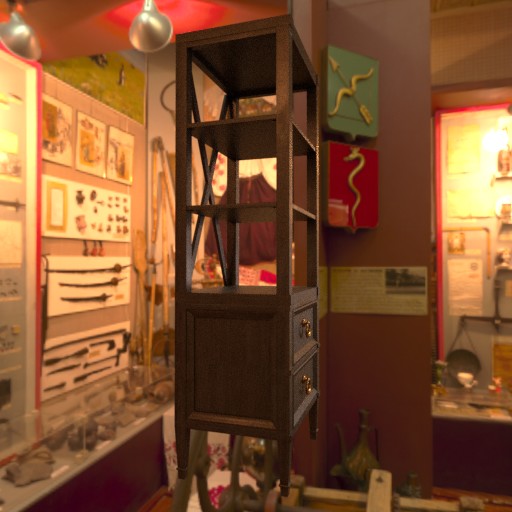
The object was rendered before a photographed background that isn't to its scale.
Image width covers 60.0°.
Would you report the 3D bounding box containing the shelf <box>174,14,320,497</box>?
[{"bbox_3d":[0.000,0.000,1.924,0.472,1.727,0.584,0,-1,18],"label":"shelf"}]
